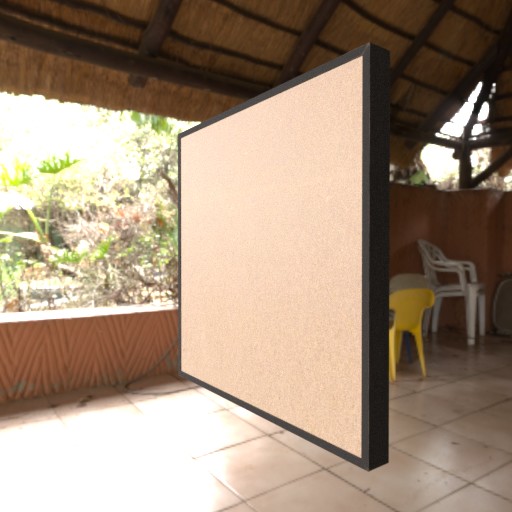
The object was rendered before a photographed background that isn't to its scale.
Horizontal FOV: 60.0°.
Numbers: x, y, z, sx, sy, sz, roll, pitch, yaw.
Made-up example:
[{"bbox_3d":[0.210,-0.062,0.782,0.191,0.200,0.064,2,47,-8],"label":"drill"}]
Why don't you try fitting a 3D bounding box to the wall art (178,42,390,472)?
[{"bbox_3d":[0.000,0.000,0.740,0.038,0.508,0.508,0,1,-36],"label":"wall art"}]
